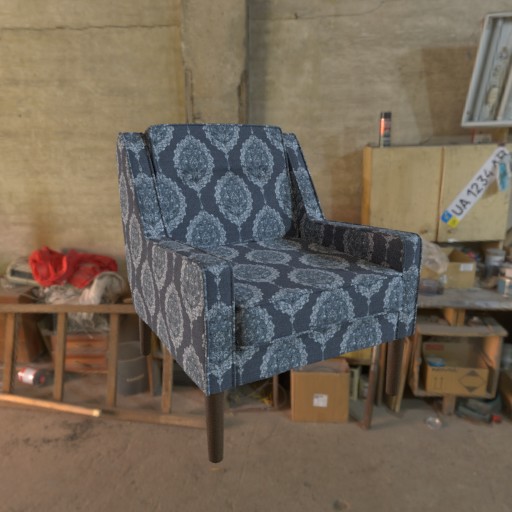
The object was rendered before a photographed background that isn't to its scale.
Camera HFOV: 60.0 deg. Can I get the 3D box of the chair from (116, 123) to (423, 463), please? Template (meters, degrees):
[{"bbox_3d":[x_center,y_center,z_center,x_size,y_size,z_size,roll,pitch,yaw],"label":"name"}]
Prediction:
[{"bbox_3d":[0.000,0.000,1.360,0.663,0.792,0.743,-8,17,-28],"label":"chair"}]
